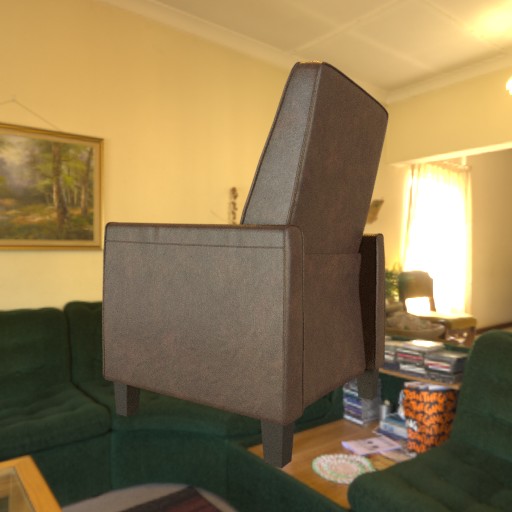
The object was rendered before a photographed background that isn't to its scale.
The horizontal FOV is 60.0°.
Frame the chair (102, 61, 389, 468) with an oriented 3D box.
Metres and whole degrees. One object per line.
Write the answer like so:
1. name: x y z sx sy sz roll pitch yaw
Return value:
1. chair: 0.000 0.000 1.498 0.746 1.013 0.705 0 0 35
